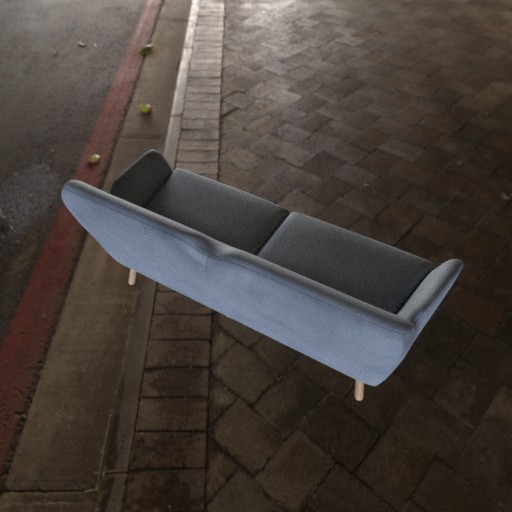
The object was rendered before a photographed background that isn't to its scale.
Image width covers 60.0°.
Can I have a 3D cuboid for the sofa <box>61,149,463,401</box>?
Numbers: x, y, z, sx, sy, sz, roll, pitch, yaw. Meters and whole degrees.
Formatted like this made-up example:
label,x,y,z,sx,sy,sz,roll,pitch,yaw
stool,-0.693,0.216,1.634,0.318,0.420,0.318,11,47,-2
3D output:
label,x,y,z,sx,sy,sz,roll,pitch,yaw
sofa,0.000,0.000,2.311,1.870,0.810,0.850,23,51,20
